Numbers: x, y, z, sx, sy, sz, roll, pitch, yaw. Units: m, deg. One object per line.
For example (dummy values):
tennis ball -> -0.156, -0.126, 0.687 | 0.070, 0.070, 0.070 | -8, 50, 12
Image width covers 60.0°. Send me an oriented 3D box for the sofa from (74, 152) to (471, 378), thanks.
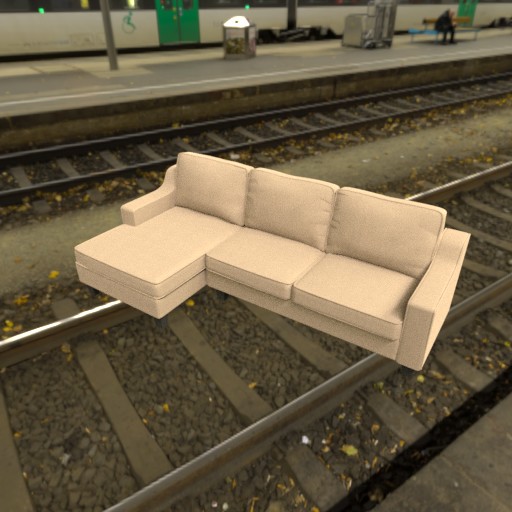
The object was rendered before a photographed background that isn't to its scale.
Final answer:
sofa -> 0.000, 0.000, 3.216 | 2.561, 0.928, 1.294 | 19, 35, 29
